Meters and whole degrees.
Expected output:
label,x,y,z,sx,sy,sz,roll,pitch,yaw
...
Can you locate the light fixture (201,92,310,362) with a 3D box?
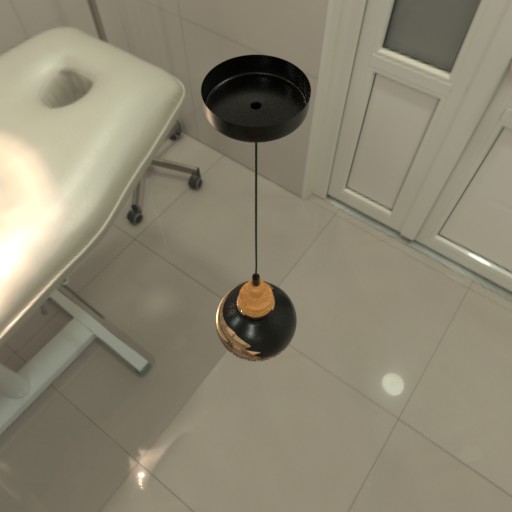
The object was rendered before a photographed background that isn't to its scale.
label,x,y,z,sx,sy,sz,roll,pitch,yaw
light fixture,0.000,0.000,1.794,0.430,1.606,0.430,32,64,18
